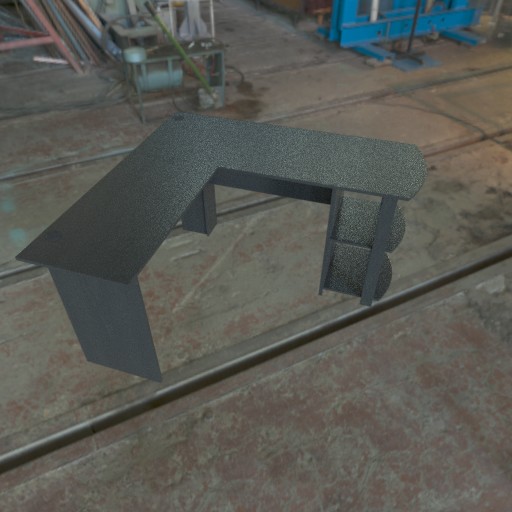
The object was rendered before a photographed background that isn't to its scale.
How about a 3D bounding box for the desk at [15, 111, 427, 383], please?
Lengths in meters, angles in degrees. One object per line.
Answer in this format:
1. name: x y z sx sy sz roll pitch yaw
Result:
1. desk: 0.000 0.000 2.101 1.361 0.716 1.303 12 43 13
